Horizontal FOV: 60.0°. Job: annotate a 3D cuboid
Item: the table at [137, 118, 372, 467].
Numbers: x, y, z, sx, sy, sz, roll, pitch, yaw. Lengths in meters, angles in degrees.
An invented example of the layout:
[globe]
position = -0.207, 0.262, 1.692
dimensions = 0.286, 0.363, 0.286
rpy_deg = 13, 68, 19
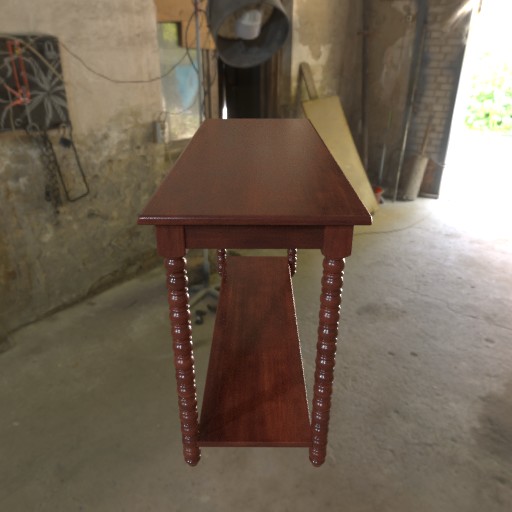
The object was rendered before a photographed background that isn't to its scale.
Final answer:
[table]
position = 0.000, 0.000, 1.531
dimensions = 0.459, 0.740, 1.184
rpy_deg = 0, 26, 0
